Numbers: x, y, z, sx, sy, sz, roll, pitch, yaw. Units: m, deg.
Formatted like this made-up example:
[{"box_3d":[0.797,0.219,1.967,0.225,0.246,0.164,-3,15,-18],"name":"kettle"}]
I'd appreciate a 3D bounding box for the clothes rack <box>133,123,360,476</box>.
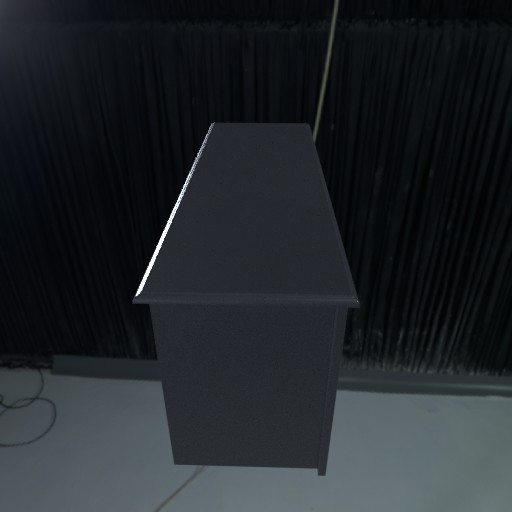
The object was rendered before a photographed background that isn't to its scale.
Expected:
[{"box_3d":[0.000,0.000,1.449,0.406,0.556,1.219,1,31,2],"name":"clothes rack"}]
